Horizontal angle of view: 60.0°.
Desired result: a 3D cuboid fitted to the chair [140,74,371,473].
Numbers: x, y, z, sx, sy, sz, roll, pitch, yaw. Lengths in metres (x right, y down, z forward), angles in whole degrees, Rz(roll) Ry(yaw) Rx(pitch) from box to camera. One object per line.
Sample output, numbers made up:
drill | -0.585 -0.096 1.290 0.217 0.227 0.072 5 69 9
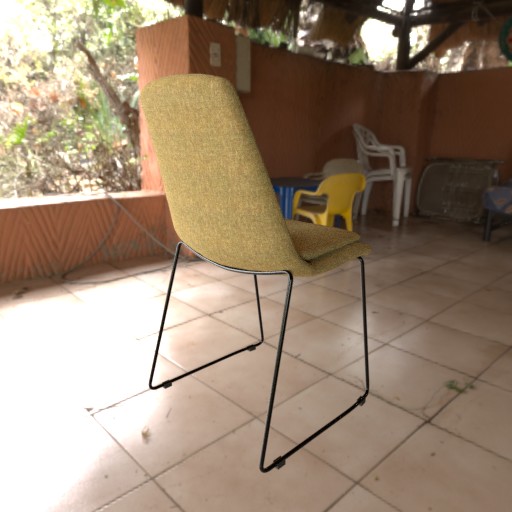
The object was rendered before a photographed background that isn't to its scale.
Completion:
chair | 0.000 0.000 1.168 0.496 0.849 0.479 -14 21 -42
